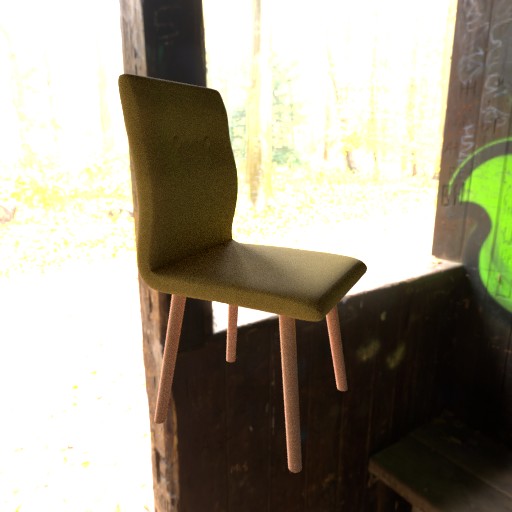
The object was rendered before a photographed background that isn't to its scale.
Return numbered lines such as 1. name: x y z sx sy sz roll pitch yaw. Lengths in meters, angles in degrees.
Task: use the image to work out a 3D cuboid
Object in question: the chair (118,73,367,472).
1. chair: 0.000 0.000 1.279 0.550 0.965 0.450 7 17 26
